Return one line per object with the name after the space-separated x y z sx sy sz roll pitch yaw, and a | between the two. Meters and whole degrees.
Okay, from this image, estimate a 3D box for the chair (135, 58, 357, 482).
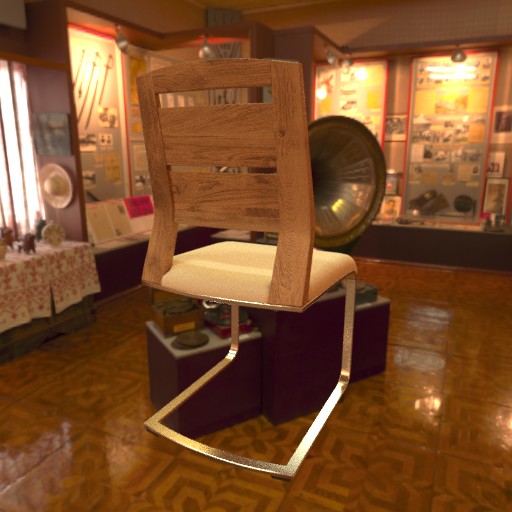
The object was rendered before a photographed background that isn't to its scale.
0.000 0.000 1.256 0.457 0.955 0.561 7 15 26 | chair
